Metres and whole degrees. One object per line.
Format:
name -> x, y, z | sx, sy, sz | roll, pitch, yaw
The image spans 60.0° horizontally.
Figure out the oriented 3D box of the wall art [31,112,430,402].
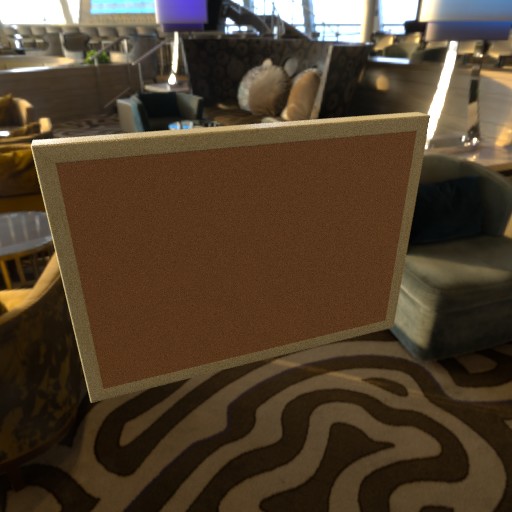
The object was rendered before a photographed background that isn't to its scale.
wall art -> 0.000, 0.000, 0.665 | 0.533, 0.381, 0.032 | -10, 29, -18
